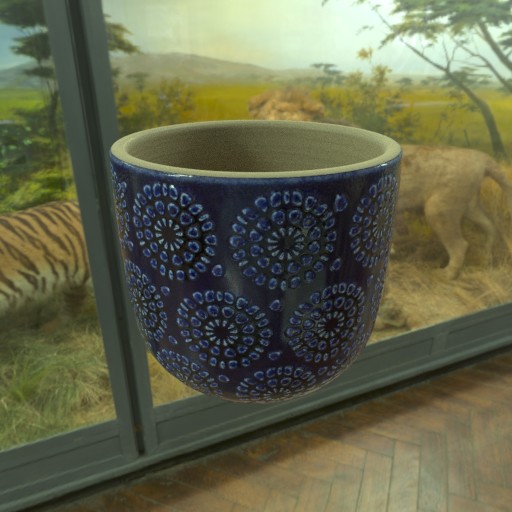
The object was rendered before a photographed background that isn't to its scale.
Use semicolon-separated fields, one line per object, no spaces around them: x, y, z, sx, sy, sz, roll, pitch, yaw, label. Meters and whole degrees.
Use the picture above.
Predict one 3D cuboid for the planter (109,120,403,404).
0.000;0.000;0.288;0.165;0.149;0.165;0;25;0;planter
